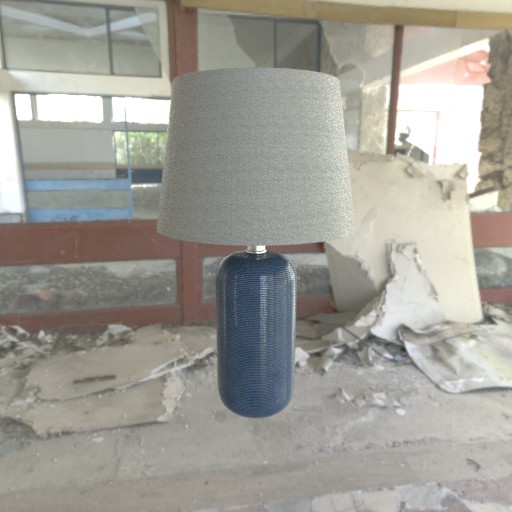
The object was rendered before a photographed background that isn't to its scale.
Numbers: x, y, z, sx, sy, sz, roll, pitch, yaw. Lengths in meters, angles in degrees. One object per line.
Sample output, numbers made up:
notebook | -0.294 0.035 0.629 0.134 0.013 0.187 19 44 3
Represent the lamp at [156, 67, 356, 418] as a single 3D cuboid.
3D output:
lamp | 0.000 0.000 0.584 0.253 0.428 0.253 0 13 0
